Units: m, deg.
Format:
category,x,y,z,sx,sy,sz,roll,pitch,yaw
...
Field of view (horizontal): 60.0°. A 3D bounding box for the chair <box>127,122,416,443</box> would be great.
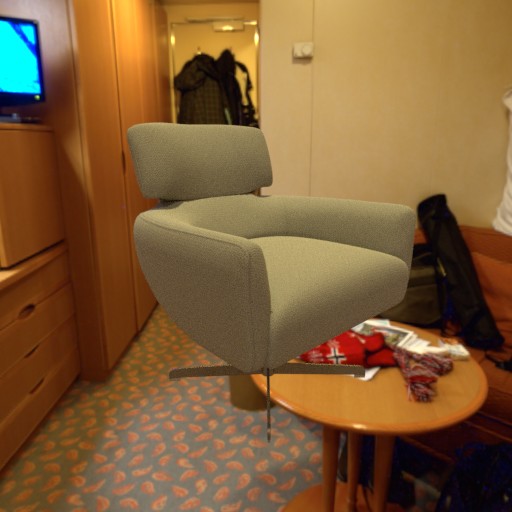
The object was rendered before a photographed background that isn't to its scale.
category,x,y,z,sx,sy,sz,roll,pitch,yaw
chair,0.000,0.000,1.388,0.730,0.810,0.760,14,20,43
